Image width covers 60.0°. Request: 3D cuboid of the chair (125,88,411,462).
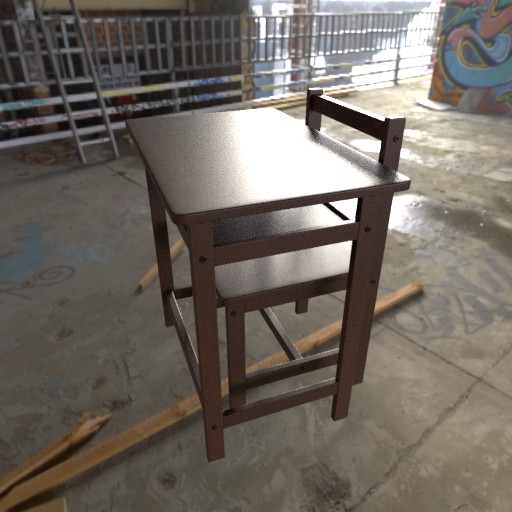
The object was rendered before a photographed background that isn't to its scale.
[{"bbox_3d":[0.000,0.000,1.044,0.463,0.673,0.599,-11,32,-18],"label":"chair"}]
